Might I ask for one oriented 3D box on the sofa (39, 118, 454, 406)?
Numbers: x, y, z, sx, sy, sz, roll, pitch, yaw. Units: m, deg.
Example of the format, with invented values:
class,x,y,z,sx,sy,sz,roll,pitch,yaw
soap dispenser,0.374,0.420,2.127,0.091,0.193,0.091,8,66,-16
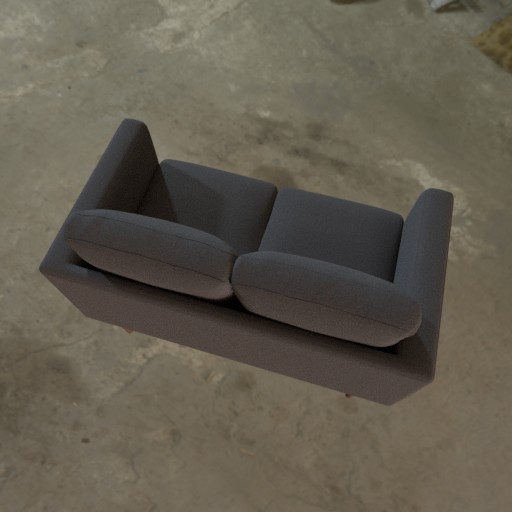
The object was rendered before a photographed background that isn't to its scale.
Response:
class,x,y,z,sx,sy,sz,roll,pitch,yaw
sofa,0.000,0.000,1.887,1.430,0.908,0.796,15,64,7
